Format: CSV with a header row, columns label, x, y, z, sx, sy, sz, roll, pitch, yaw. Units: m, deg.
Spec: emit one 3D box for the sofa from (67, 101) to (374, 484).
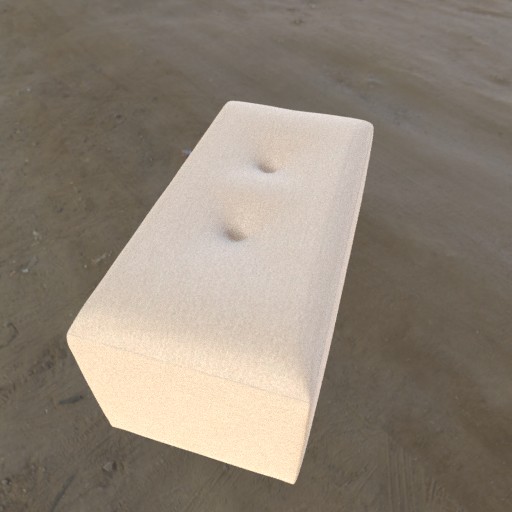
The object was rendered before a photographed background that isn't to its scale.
label,x,y,z,sx,sy,sz,roll,pitch,yaw
sofa,0.000,0.000,1.187,0.480,0.470,0.930,12,48,11
